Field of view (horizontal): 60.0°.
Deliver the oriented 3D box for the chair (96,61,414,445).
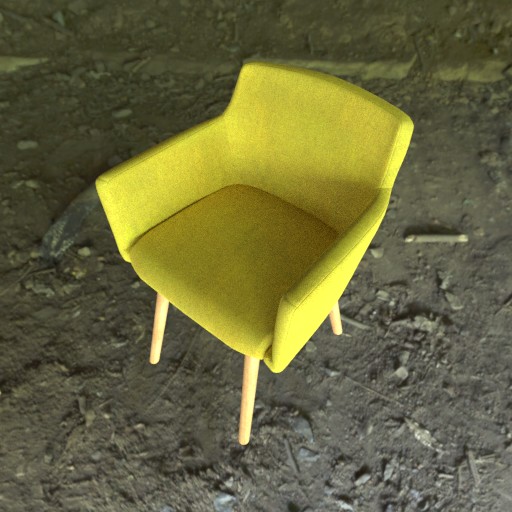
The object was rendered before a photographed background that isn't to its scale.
[{"bbox_3d":[0.000,0.000,1.162,0.570,0.780,0.570,32,54,27],"label":"chair"}]
